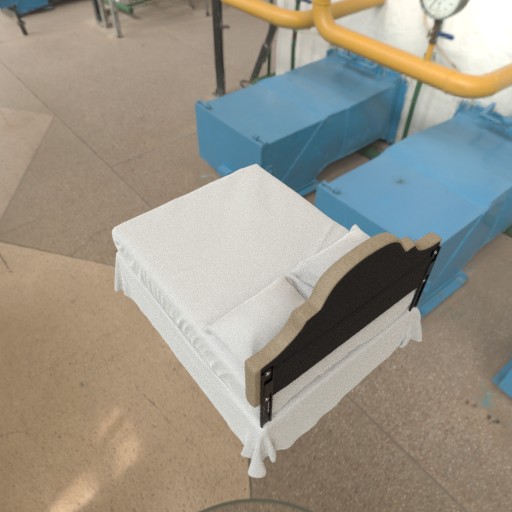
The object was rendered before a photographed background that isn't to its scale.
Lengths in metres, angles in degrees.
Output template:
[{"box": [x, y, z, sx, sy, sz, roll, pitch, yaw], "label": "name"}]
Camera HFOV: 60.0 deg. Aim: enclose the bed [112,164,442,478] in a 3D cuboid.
[{"box": [0.000, 0.000, 3.409, 1.780, 1.634, 2.222, -29, 52, -26], "label": "bed"}]
